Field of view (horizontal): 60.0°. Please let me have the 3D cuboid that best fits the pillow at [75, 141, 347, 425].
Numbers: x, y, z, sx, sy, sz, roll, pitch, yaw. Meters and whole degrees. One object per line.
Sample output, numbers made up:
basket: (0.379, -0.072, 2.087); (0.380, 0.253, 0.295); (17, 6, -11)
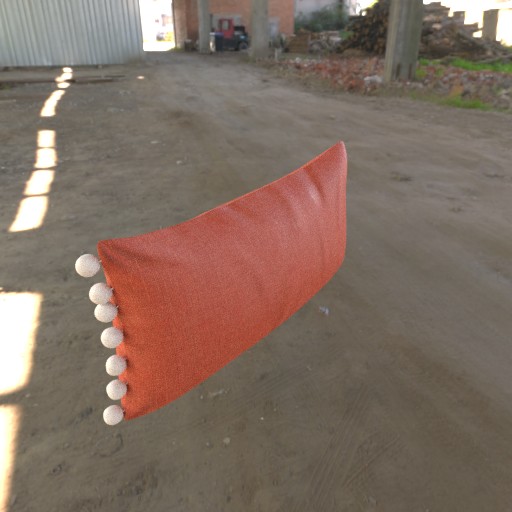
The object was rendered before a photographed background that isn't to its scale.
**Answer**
pillow: (0.000, 0.000, 0.844); (0.201, 0.322, 0.709); (19, 32, 33)
